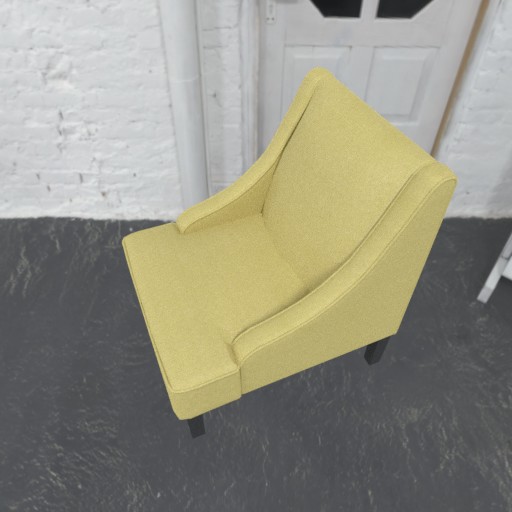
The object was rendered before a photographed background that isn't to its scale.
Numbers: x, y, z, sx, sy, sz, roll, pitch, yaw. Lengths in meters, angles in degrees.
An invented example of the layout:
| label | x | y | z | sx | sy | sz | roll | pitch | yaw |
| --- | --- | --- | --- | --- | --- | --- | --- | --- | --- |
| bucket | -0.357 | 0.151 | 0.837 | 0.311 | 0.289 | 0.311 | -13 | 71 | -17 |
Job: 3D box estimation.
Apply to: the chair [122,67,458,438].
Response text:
| label | x | y | z | sx | sy | sz | roll | pitch | yaw |
| --- | --- | --- | --- | --- | --- | --- | --- | --- | --- |
| chair | 0.000 | 0.000 | 1.500 | 0.814 | 0.896 | 0.696 | -17 | 49 | -16 |
